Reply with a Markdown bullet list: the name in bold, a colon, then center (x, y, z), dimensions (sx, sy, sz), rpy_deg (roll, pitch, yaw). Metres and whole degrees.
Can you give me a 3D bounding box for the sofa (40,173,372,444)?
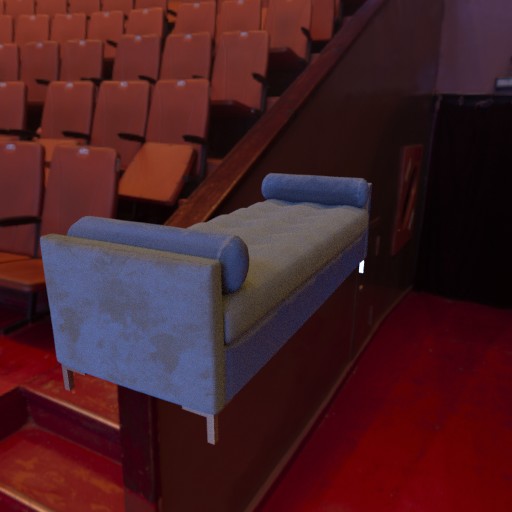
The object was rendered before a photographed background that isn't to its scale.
- **sofa**: center (0.000, 0.000, 2.458), dimensions (0.796, 0.705, 2.102), rpy_deg (9, 19, 26)
